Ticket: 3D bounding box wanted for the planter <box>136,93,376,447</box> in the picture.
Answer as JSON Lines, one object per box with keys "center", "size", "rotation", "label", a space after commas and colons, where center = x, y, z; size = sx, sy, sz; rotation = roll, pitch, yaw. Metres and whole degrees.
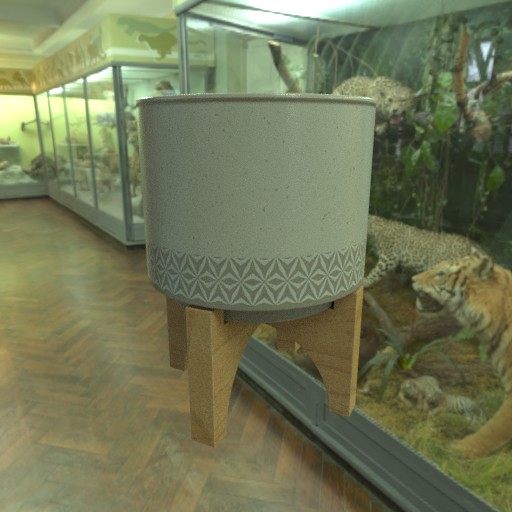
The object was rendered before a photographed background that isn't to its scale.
{"center": [0.000, 0.000, 0.271], "size": [0.130, 0.178, 0.130], "rotation": [0, 16, 0], "label": "planter"}
